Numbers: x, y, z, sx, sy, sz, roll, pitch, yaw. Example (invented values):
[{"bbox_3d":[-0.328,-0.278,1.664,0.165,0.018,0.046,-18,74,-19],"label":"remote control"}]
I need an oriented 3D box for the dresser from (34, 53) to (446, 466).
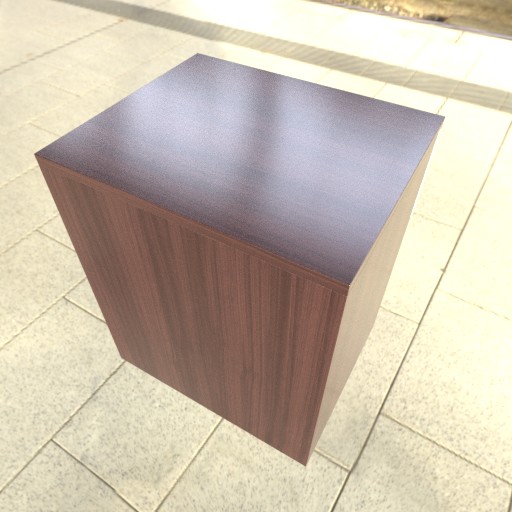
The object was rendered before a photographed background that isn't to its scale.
[{"bbox_3d":[0.000,0.000,0.734,0.400,0.470,0.360,23,51,20],"label":"dresser"}]
